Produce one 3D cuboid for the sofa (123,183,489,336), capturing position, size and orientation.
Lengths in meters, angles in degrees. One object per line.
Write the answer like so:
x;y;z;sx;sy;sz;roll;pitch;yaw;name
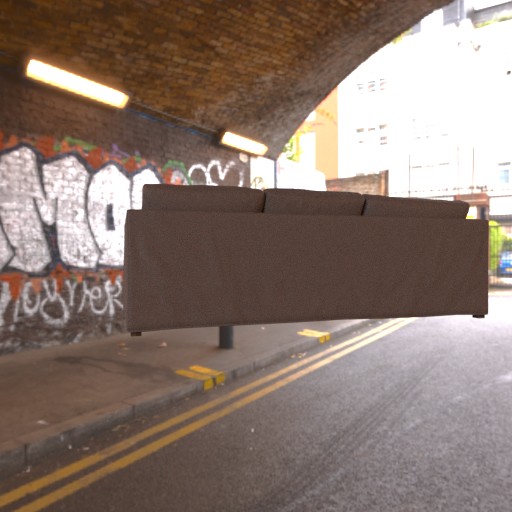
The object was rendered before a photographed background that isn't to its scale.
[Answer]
0.000;0.000;4.216;2.432;0.871;3.182;0;0;-17;sofa
